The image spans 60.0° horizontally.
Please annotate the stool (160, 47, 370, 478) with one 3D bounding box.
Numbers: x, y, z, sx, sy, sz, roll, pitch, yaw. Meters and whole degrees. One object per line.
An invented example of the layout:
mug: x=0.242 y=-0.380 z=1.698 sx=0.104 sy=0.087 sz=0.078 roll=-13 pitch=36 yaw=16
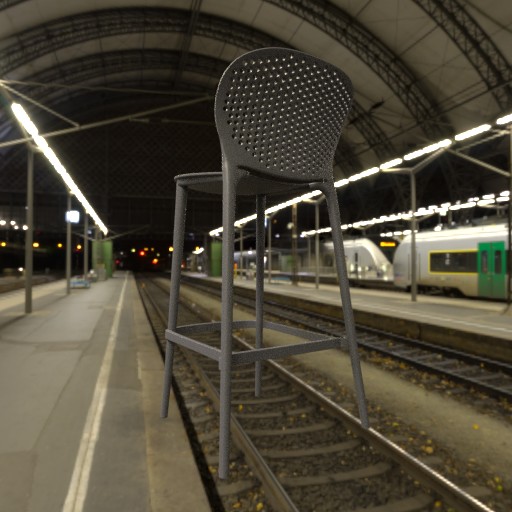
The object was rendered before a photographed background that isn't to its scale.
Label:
stool: x=0.000 y=0.000 z=1.369 sx=0.536 sy=1.045 sz=0.535 roll=1 pitch=-1 yaw=-37
